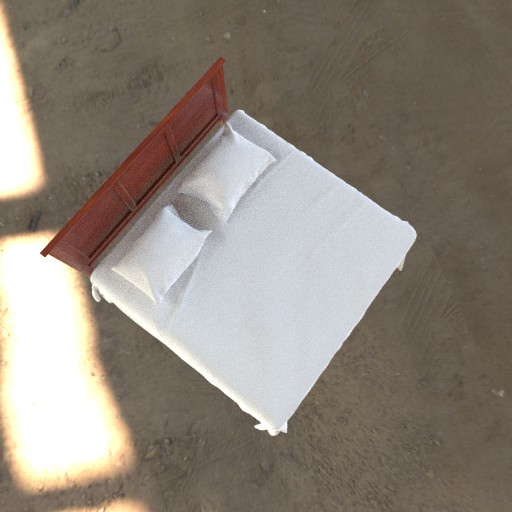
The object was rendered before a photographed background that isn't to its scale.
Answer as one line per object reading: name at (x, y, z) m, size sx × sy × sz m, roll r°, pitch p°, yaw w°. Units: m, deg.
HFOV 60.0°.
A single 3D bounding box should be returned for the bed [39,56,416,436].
bed at (0.000, 0.000, 3.708) m, size 2.219 × 1.271 × 2.314 m, roll 37°, pitch 79°, yaw 9°
